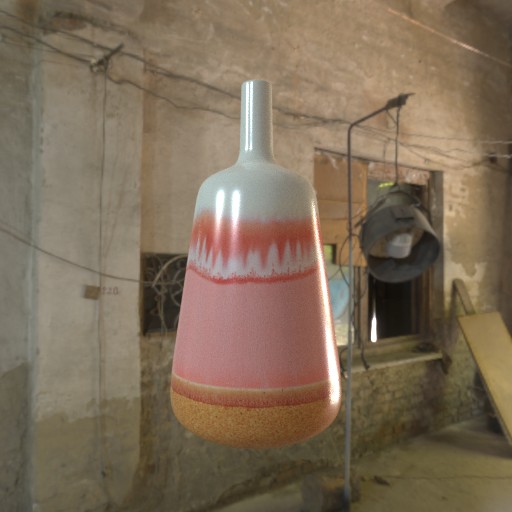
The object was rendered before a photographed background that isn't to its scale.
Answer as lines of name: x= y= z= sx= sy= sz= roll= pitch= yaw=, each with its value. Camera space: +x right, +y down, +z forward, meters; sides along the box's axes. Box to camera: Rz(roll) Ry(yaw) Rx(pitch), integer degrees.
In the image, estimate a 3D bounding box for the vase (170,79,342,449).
vase: x=0.000 y=0.000 z=0.382 sx=0.144 sy=0.296 sz=0.144 roll=0 pitch=0 yaw=0
